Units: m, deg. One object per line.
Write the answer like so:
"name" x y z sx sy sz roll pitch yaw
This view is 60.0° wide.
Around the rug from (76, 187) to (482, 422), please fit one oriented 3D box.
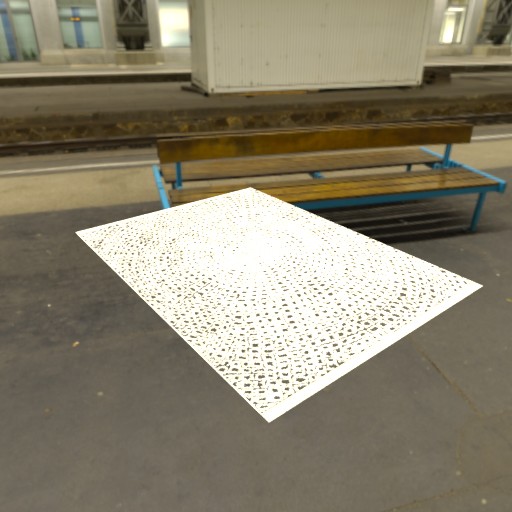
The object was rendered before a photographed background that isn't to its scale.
"rug" 0.000 0.000 2.142 1.190 0.003 1.634 -20 34 -33
